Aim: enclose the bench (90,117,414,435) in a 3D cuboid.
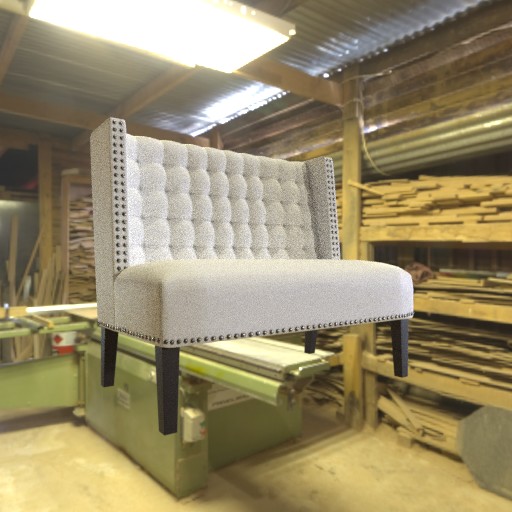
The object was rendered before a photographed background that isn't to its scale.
[{"bbox_3d":[0.000,0.000,2.027,1.280,1.123,0.847,0,-1,-35],"label":"bench"}]
